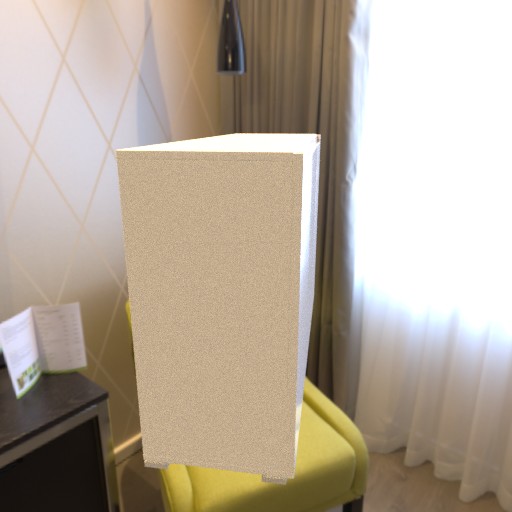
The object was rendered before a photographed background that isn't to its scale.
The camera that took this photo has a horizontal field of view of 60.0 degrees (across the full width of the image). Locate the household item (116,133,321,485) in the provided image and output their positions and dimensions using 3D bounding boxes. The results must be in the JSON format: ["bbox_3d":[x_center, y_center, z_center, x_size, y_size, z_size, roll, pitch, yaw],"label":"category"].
[{"bbox_3d":[0.000,0.000,1.699,0.420,0.867,1.300,3,17,9],"label":"household item"}]
